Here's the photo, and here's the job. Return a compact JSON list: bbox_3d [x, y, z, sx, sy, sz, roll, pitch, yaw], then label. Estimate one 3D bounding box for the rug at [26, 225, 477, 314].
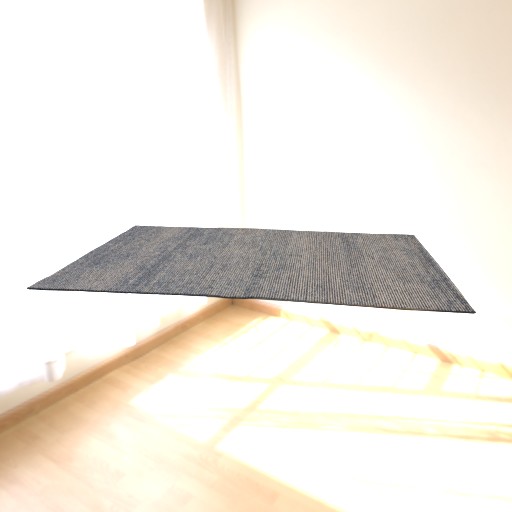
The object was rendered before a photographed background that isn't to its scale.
[{"bbox_3d":[0.000,0.000,2.275,1.793,0.025,1.159,2,17,8],"label":"rug"}]
